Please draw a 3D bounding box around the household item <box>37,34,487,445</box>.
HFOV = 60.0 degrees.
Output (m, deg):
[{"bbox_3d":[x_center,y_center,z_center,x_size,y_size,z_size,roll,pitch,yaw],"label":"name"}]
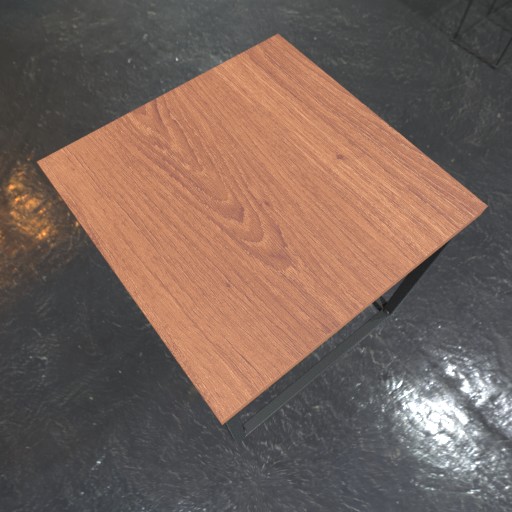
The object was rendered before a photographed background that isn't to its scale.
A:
[{"bbox_3d":[0.000,0.000,0.731,0.400,0.400,0.400,-35,68,-16],"label":"household item"}]
